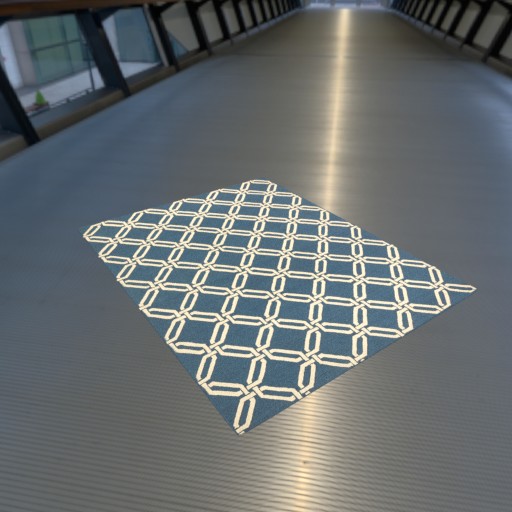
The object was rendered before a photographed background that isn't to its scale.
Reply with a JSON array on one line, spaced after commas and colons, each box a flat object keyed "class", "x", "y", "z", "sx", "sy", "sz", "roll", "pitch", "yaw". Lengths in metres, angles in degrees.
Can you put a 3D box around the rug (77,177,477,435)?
[{"class": "rug", "x": 0.000, "y": 0.000, "z": 3.917, "sx": 2.277, "sy": 0.020, "sz": 2.867, "roll": -21, "pitch": 38, "yaw": -30}]
